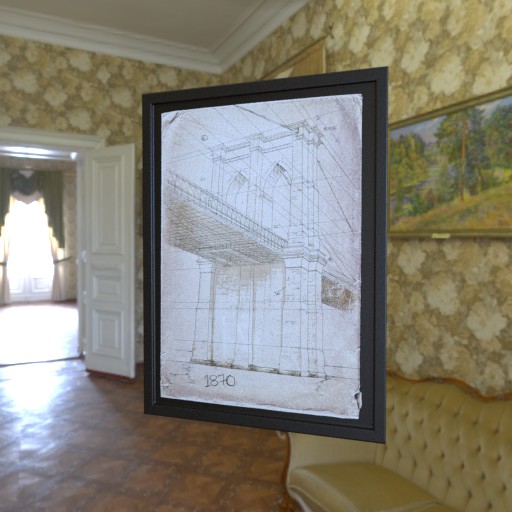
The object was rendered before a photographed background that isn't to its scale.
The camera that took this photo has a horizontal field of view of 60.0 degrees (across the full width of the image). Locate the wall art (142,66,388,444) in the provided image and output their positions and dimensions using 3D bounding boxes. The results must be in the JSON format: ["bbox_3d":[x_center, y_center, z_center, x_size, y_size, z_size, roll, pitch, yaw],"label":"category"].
[{"bbox_3d":[0.000,0.000,0.847,0.480,0.657,0.016,0,1,17],"label":"wall art"}]
